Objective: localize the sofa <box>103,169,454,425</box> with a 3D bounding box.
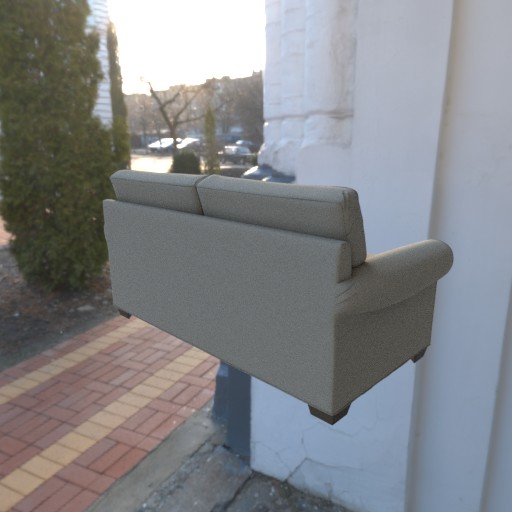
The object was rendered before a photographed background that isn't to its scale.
[{"bbox_3d":[0.000,0.000,2.528,1.930,0.952,0.940,14,20,43],"label":"sofa"}]
